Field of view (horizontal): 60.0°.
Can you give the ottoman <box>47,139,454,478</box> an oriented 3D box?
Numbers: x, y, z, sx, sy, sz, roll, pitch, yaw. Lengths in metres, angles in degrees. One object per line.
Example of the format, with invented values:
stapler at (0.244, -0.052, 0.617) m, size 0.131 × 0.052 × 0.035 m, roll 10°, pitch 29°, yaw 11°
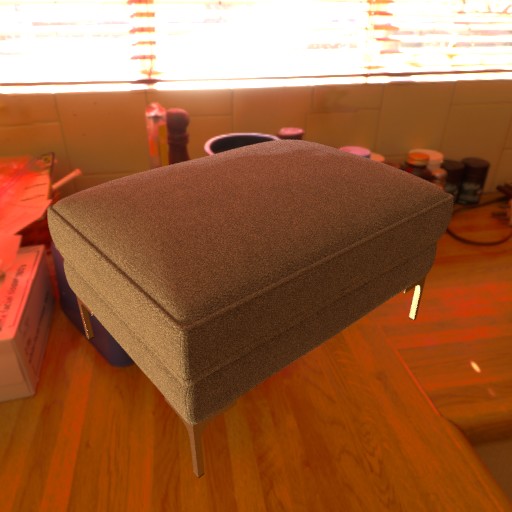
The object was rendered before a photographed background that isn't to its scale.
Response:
ottoman at (0.000, 0.000, 1.116) m, size 0.785 × 0.464 × 0.583 m, roll -23°, pitch 38°, yaw -34°
